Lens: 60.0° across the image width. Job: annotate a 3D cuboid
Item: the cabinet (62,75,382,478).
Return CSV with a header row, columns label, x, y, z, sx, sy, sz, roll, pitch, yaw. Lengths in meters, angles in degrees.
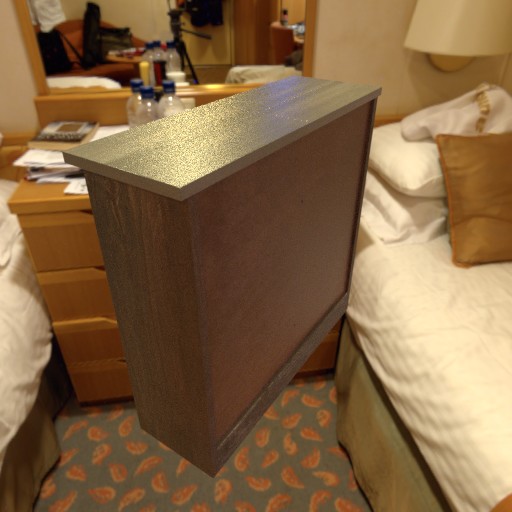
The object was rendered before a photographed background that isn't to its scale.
label,x,y,z,sx,sy,sz,roll,pitch,yaw
cabinet,0.000,0.000,1.435,0.338,0.919,0.968,20,38,28
